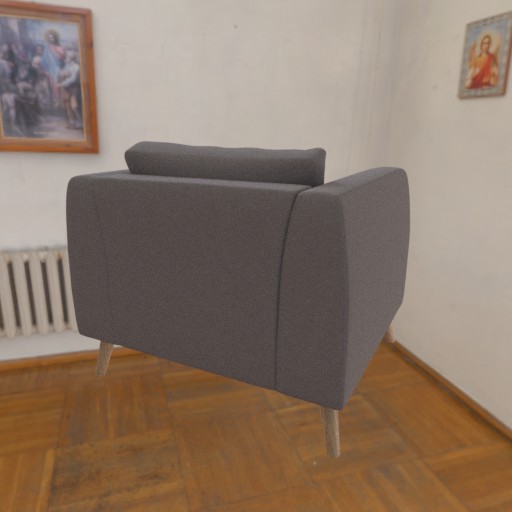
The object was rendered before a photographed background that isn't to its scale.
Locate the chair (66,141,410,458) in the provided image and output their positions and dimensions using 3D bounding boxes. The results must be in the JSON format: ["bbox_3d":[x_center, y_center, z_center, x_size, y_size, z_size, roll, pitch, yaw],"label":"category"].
[{"bbox_3d":[0.000,0.000,1.707,1.000,0.860,0.930,8,18,27],"label":"chair"}]
